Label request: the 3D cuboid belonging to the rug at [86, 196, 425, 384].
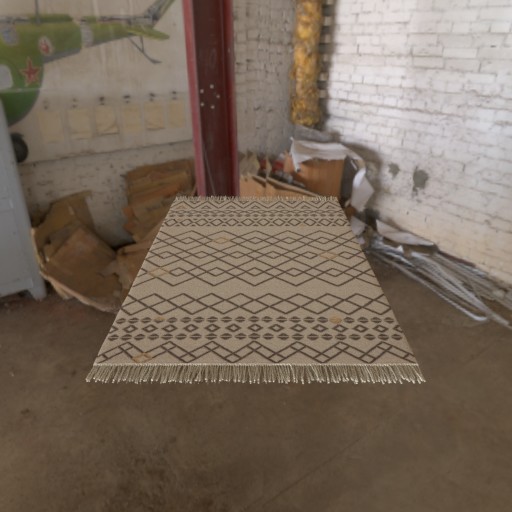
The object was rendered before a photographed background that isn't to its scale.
[{"bbox_3d":[0.000,0.000,2.478,1.224,0.028,2.023,0,27,0],"label":"rug"}]
